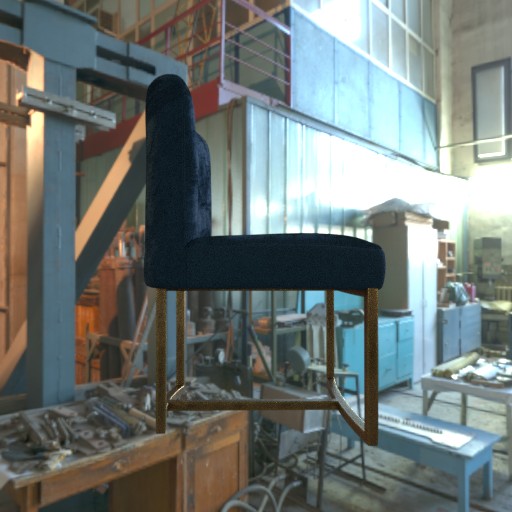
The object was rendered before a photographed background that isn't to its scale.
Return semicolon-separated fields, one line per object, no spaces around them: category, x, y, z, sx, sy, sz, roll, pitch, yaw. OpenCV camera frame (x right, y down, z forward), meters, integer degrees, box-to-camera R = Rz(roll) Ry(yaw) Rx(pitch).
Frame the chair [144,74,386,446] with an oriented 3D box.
chair;0.000;0.000;1.200;0.560;0.824;0.530;0;-1;-1
